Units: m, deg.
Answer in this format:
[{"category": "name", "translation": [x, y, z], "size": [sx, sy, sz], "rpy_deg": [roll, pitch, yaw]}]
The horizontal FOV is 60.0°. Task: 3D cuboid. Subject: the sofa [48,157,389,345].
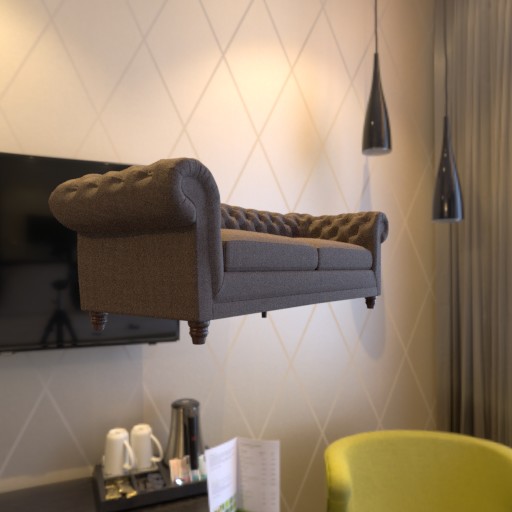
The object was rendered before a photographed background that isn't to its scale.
[{"category": "sofa", "translation": [0.000, 0.000, 2.867], "size": [0.944, 0.787, 2.385], "rpy_deg": [-1, -2, 36]}]
